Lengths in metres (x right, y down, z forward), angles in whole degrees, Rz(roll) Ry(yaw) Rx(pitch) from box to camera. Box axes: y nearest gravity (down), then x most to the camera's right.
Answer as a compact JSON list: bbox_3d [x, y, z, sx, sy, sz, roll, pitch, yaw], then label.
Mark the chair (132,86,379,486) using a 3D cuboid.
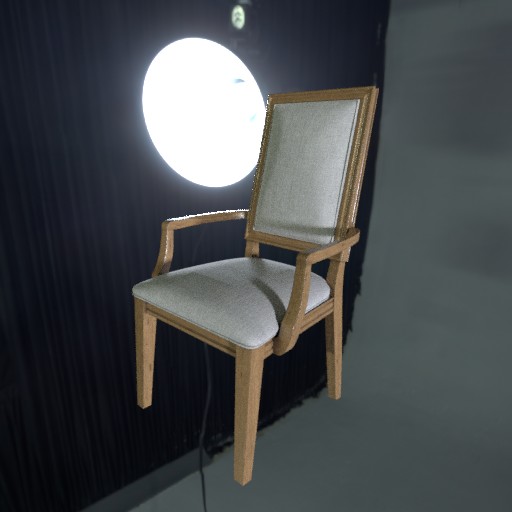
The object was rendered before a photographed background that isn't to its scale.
[{"bbox_3d":[0.000,0.000,1.361,0.606,0.990,0.602,15,21,42],"label":"chair"}]
